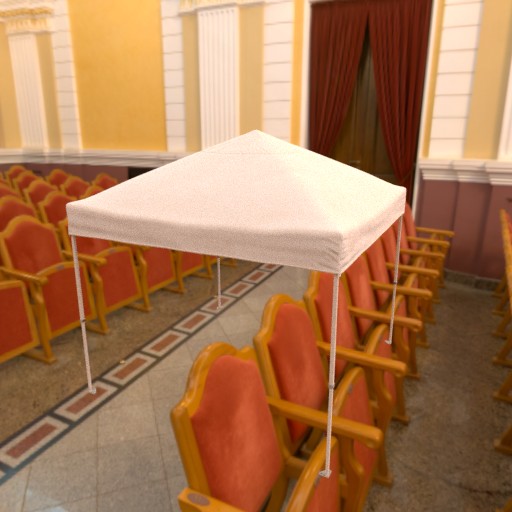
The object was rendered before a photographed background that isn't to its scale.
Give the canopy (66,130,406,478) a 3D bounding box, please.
[{"bbox_3d":[0.000,0.000,5.469,2.996,2.997,2.998,8,18,26],"label":"canopy"}]
